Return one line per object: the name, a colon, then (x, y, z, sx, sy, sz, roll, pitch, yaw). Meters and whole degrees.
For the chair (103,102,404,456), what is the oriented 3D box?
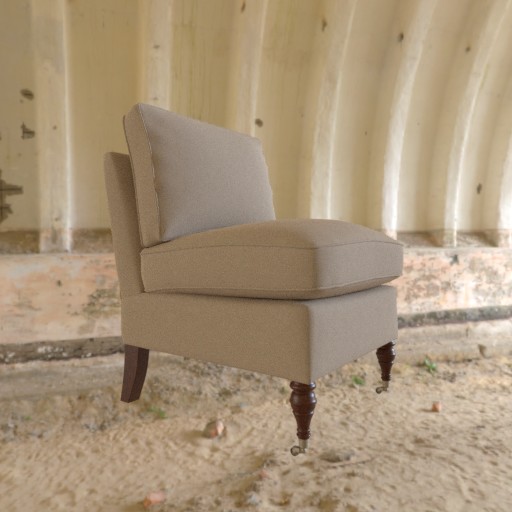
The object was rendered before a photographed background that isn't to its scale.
chair: (0.000, 0.000, 1.643, 0.912, 1.052, 0.724, 1, 2, 37)
